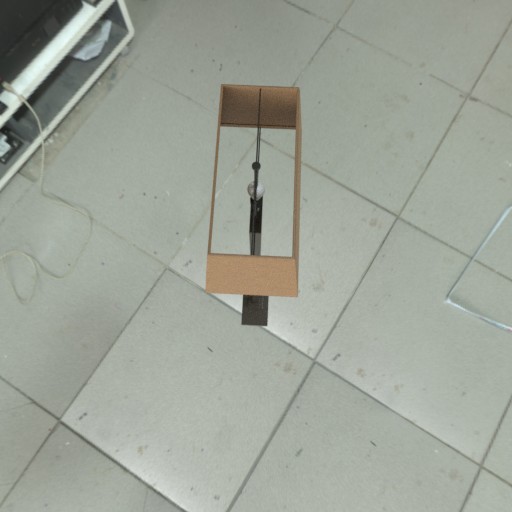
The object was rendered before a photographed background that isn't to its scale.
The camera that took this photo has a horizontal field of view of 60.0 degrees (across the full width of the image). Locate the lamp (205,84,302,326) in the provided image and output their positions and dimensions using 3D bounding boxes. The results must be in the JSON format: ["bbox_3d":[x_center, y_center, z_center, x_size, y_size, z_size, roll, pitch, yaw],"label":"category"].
[{"bbox_3d":[0.000,0.000,1.655,0.233,1.469,0.475,3,75,1],"label":"lamp"}]
